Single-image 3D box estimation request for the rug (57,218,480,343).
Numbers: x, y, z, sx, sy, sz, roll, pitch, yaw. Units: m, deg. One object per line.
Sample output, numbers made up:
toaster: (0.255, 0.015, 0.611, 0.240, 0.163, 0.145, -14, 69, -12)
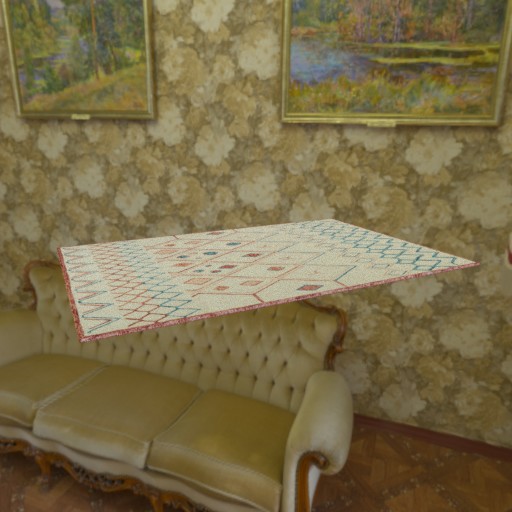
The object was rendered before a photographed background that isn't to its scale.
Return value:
rug: (0.000, 0.000, 2.289, 1.829, 0.016, 1.219, -8, 18, -25)
